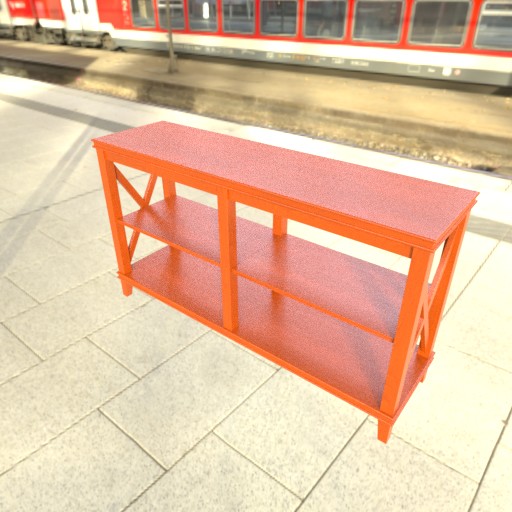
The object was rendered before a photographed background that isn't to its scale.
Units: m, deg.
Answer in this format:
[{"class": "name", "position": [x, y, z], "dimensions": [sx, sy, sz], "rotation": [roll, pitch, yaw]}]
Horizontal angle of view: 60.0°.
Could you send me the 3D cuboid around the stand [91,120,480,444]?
[{"class": "stand", "position": [0.000, 0.000, 1.727], "dimensions": [1.372, 0.762, 0.381], "rotation": [22, 37, 32]}]
